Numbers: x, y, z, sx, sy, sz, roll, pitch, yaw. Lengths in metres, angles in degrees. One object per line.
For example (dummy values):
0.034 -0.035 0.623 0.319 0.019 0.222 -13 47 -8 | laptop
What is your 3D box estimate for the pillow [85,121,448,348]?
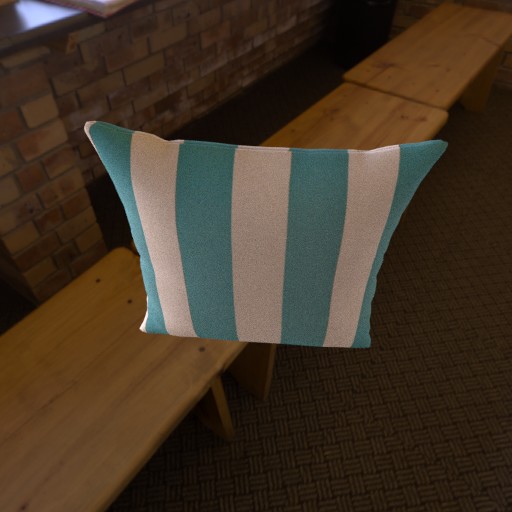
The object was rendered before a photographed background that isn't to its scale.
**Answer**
0.000 0.000 0.824 0.536 0.526 0.189 3 46 3 | pillow
